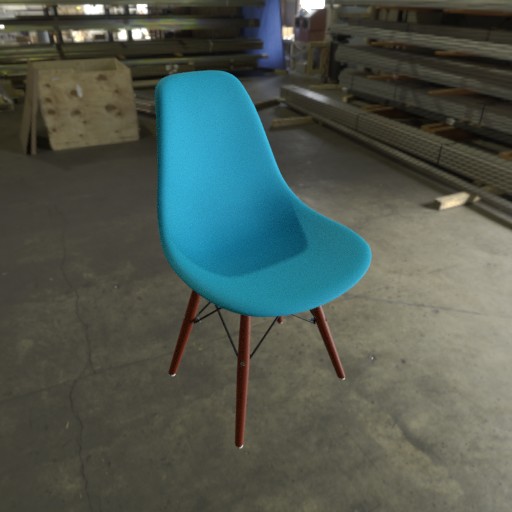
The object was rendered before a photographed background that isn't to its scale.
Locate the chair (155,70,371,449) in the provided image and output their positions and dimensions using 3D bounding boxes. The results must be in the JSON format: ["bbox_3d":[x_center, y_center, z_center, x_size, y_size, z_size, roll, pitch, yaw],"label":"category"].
[{"bbox_3d":[0.000,0.000,1.141,0.470,0.826,0.533,-22,37,-32],"label":"chair"}]
